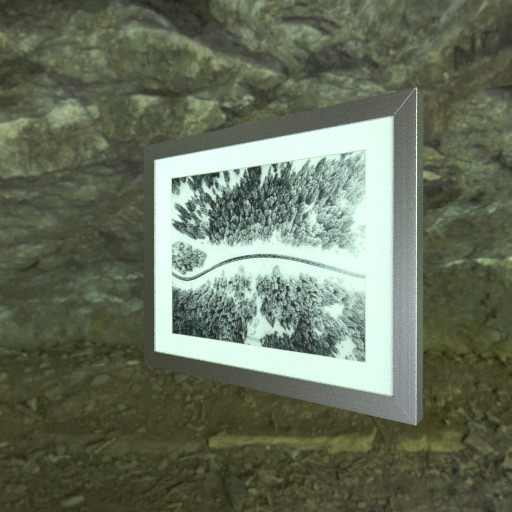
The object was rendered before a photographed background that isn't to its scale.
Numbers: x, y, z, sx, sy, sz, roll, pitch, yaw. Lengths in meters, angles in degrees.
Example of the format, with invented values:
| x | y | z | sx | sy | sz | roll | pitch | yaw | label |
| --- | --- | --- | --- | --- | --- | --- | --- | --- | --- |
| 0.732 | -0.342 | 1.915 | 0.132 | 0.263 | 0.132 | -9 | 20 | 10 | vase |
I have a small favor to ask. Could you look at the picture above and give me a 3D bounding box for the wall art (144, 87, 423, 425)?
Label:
| x | y | z | sx | sy | sz | roll | pitch | yaw | label |
| --- | --- | --- | --- | --- | --- | --- | --- | --- | --- |
| 0.000 | 0.000 | 0.774 | 0.557 | 0.456 | 0.032 | 0 | 0 | 36 | wall art |
